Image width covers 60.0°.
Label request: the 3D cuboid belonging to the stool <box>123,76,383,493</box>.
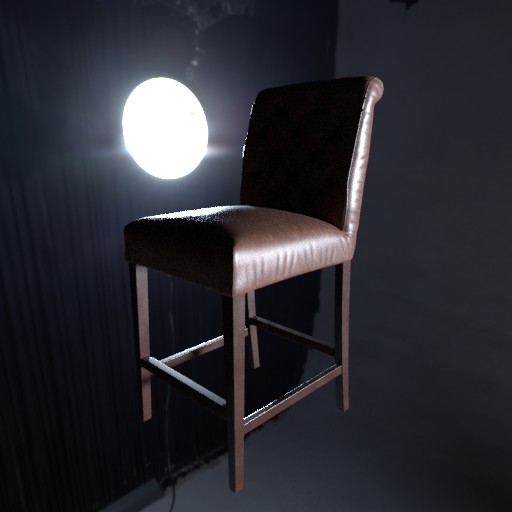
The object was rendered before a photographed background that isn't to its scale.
[{"bbox_3d":[0.000,0.000,1.396,0.486,1.084,0.660,14,19,43],"label":"stool"}]
